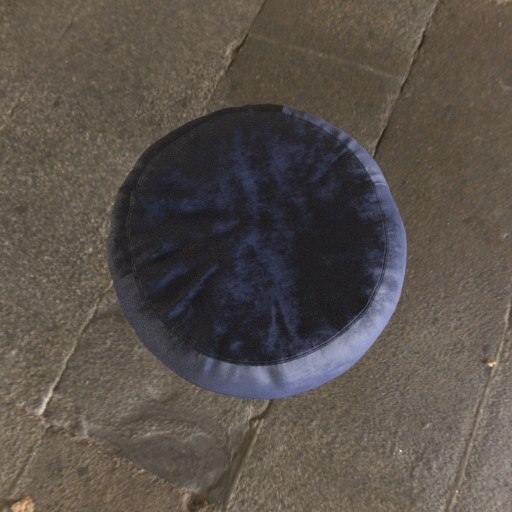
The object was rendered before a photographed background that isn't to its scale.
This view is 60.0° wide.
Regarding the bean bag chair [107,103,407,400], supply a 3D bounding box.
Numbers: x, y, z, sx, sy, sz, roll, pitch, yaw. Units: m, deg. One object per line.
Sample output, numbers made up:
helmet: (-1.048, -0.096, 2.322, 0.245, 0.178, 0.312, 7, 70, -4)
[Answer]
bean bag chair: (0.000, 0.000, 1.979, 1.219, 0.762, 1.219, 0, 75, 0)
